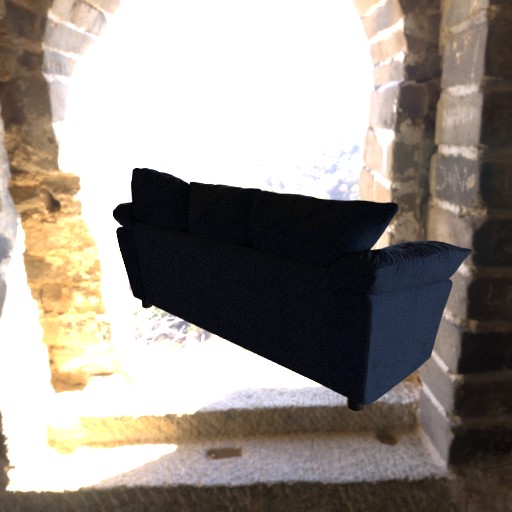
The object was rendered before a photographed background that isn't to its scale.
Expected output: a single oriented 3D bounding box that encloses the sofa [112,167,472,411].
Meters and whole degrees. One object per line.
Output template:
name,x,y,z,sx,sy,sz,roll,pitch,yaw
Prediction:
sofa,0.000,0.000,2.917,0.907,1.091,2.390,-14,20,-43
